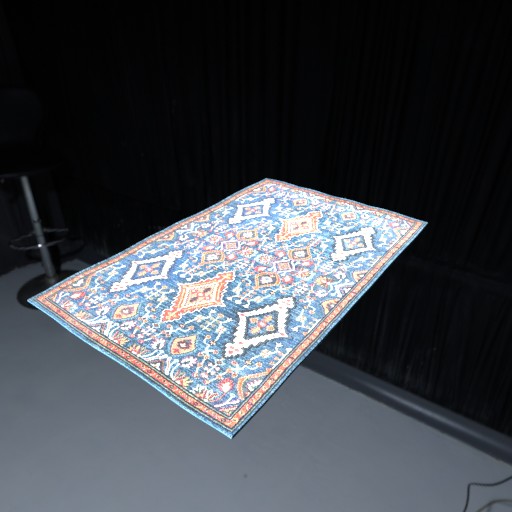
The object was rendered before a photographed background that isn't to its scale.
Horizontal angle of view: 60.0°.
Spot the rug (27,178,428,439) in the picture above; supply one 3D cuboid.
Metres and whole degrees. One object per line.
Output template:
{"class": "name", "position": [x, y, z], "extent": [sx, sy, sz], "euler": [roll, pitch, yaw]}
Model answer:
{"class": "rug", "position": [0.000, 0.000, 2.299], "extent": [1.195, 0.014, 1.847], "euler": [21, 37, 31]}
